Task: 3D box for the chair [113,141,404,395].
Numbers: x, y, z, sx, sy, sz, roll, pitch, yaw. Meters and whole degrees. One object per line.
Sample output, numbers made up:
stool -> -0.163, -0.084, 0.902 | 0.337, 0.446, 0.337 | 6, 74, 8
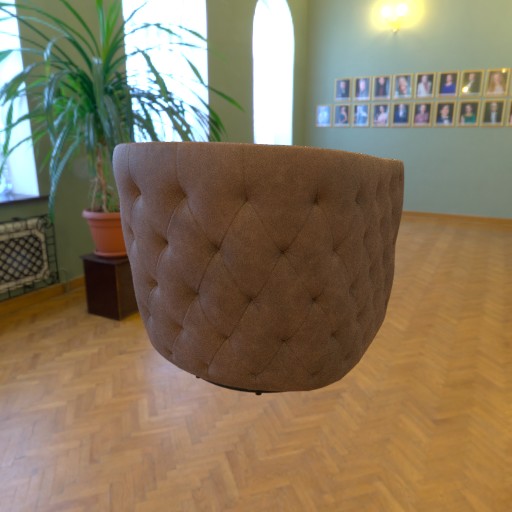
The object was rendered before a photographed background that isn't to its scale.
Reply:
chair -> 0.000, 0.000, 1.558 | 0.850, 0.790, 0.870 | 8, 17, 26
